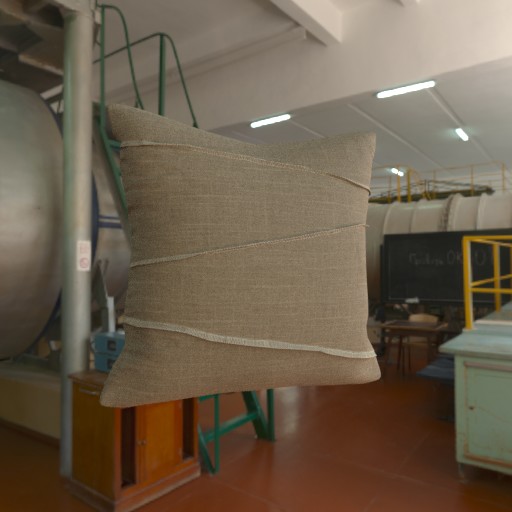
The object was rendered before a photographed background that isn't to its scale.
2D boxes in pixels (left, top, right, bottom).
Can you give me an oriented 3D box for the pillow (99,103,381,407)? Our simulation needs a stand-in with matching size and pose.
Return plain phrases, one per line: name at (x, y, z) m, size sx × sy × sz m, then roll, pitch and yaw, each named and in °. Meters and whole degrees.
pillow at (0.000, 0.000, 0.640) m, size 0.424 × 0.400 × 0.169 m, roll 0°, pitch -1°, yaw -19°
